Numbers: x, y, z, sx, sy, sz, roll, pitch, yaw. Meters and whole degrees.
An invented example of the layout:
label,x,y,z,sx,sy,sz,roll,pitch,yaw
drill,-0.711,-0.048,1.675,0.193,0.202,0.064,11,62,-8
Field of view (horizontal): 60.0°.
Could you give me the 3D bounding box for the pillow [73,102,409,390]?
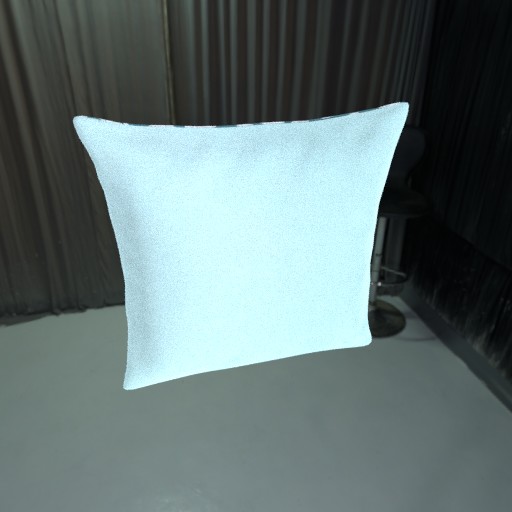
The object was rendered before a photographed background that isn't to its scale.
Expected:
label,x,y,z,sx,sy,sz,roll,pitch,yaw
pillow,0.000,0.000,0.791,0.525,0.508,0.166,-7,28,-14
